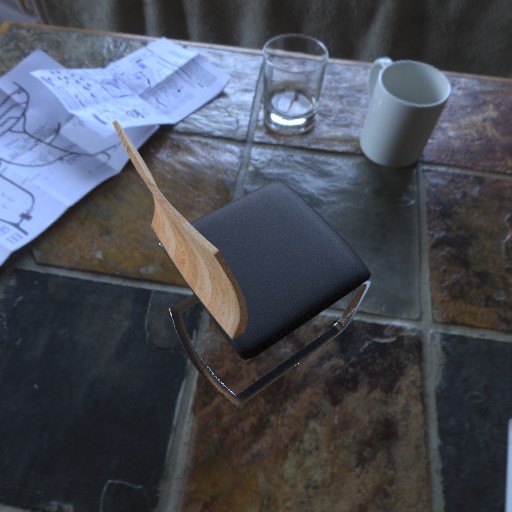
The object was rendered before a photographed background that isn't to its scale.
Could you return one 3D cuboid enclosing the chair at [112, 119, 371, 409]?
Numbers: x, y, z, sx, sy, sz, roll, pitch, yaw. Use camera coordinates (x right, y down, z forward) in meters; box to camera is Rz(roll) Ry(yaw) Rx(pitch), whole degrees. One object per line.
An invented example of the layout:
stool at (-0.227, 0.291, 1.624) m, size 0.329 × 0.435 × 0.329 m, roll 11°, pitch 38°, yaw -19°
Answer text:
chair at (0.000, 0.000, 1.261) m, size 0.560 × 0.936 × 0.462 m, roll -31°, pitch 64°, yaw -17°
